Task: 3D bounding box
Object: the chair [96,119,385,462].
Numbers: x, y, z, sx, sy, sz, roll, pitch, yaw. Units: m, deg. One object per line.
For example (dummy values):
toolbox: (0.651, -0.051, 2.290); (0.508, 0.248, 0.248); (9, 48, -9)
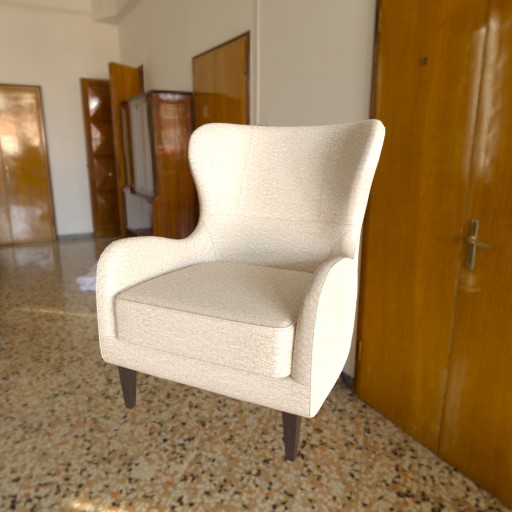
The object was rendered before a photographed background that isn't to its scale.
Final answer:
chair: (0.000, 0.000, 1.779); (0.861, 1.064, 0.984); (7, 16, 25)
